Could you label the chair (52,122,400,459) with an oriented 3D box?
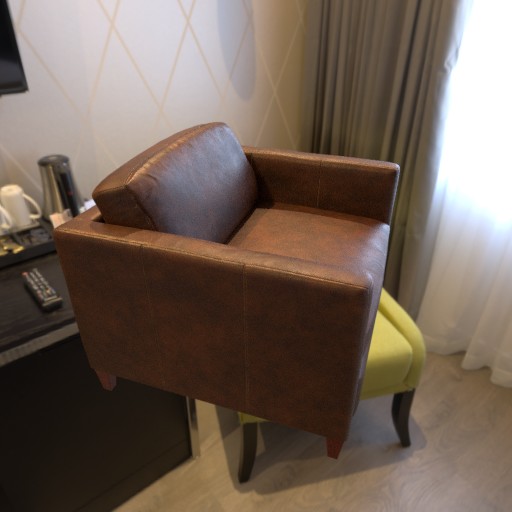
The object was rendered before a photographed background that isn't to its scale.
[{"bbox_3d":[0.000,0.000,1.732,0.975,0.864,0.990,10,32,17],"label":"chair"}]
